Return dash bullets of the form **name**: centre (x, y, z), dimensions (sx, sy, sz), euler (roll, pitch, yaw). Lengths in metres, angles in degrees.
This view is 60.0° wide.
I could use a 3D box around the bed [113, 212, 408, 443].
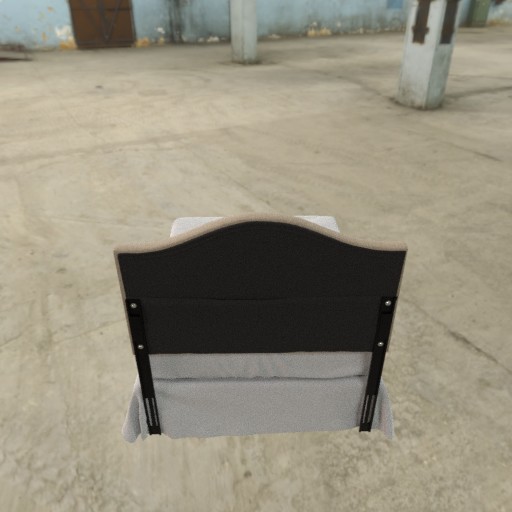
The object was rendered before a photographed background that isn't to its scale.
- **bed**: centre (0.000, 0.000, 3.559), dimensions (1.876, 1.645, 2.221), euler (0, 30, -1)
